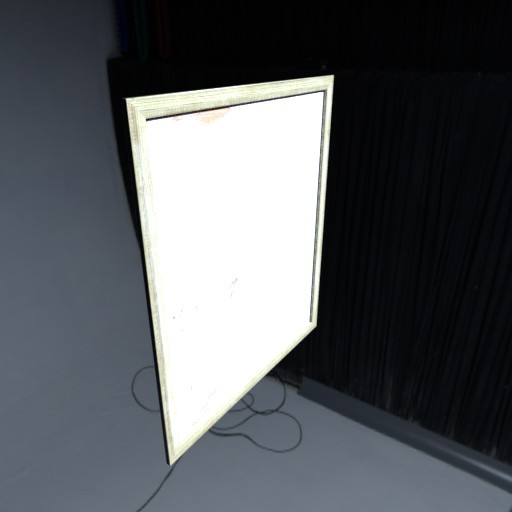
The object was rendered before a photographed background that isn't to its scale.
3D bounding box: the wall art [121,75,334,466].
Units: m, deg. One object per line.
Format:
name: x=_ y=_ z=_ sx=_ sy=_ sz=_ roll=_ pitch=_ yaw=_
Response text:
wall art: x=0.000 y=0.000 z=0.769 sx=0.009 sy=0.559 sz=0.483 roll=17 pitch=31 yaw=32
